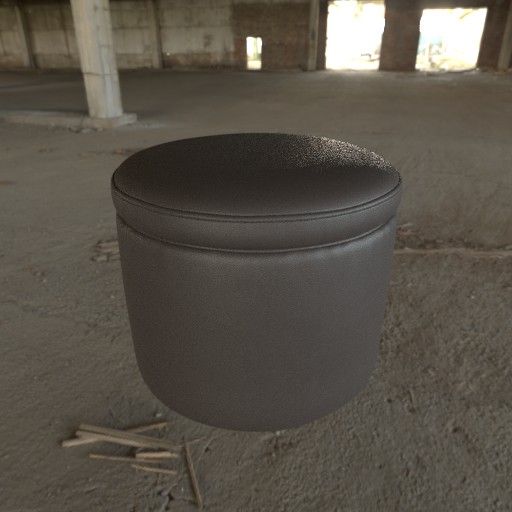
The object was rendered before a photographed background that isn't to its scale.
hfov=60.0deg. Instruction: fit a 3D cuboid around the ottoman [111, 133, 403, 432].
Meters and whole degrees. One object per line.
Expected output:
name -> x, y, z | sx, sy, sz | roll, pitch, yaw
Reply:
ottoman -> 0.000, 0.000, 0.854 | 0.500, 0.409, 0.500 | 0, 25, 0
